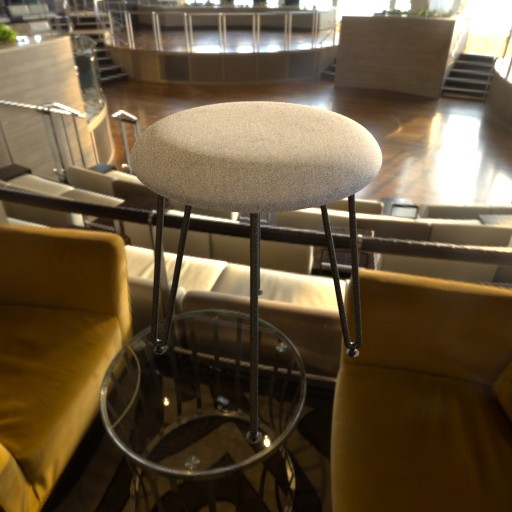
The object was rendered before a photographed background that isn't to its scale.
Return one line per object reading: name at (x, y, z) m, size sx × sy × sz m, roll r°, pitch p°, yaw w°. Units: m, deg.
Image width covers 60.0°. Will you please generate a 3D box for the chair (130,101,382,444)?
chair at (0.000, 0.000, 0.644) m, size 0.350 × 0.386 × 0.350 m, roll 1°, pitch 33°, yaw 1°
